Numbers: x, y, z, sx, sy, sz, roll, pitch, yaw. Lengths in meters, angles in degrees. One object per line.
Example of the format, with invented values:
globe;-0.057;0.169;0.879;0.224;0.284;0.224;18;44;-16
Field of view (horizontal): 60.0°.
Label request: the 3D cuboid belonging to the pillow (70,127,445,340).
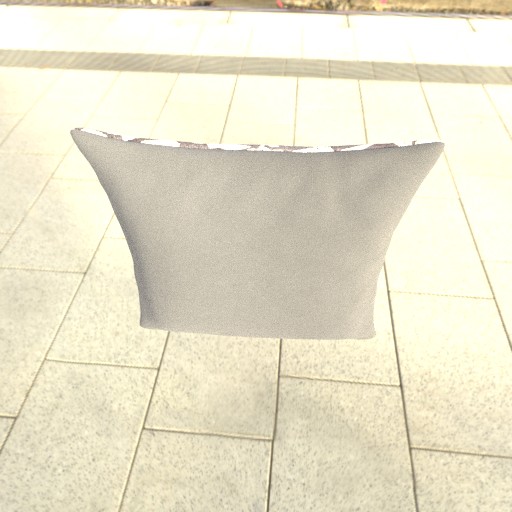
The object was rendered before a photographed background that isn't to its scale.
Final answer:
pillow;0.000;0.000;0.803;0.526;0.507;0.166;2;47;2
